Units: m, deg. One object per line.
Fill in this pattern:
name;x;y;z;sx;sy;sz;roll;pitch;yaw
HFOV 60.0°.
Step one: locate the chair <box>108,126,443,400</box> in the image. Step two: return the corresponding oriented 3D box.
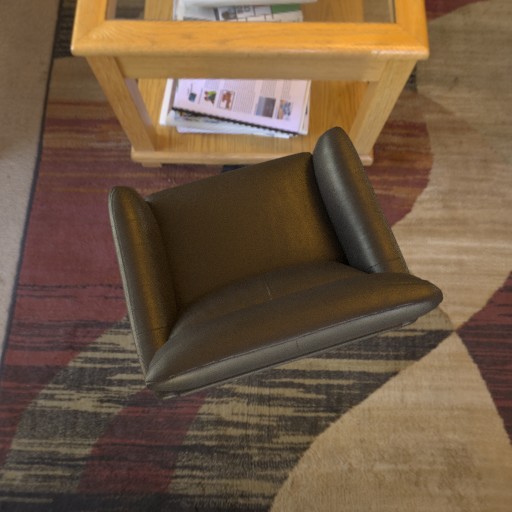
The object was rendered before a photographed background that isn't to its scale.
chair;0.000;0.000;1.649;0.976;0.949;0.809;-16;76;-4
